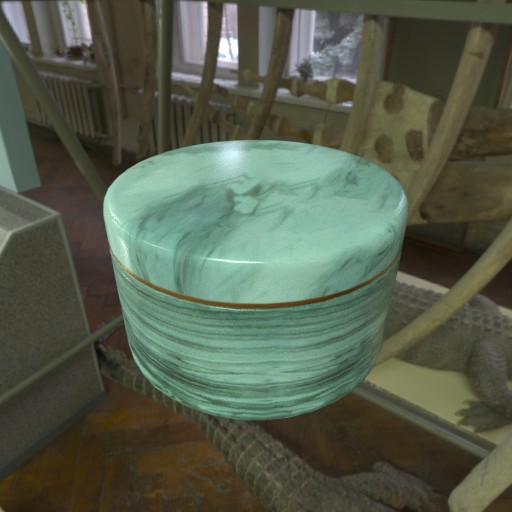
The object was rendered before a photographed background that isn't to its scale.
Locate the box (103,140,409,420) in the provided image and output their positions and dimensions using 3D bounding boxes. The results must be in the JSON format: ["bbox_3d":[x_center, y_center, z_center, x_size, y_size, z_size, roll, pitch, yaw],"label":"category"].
[{"bbox_3d":[0.000,0.000,0.166,0.101,0.063,0.101,0,31,0],"label":"box"}]
